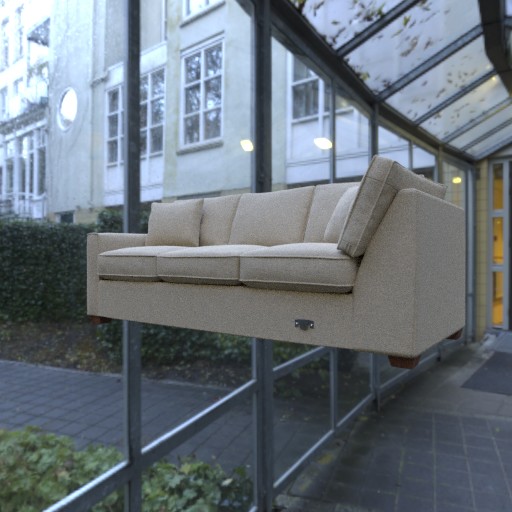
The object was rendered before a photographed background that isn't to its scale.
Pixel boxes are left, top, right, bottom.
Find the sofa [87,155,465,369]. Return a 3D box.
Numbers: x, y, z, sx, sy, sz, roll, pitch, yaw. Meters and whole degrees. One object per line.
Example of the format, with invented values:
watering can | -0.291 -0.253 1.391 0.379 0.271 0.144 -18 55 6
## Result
sofa | 0.000 0.000 2.877 2.317 0.962 1.061 0 0 36
